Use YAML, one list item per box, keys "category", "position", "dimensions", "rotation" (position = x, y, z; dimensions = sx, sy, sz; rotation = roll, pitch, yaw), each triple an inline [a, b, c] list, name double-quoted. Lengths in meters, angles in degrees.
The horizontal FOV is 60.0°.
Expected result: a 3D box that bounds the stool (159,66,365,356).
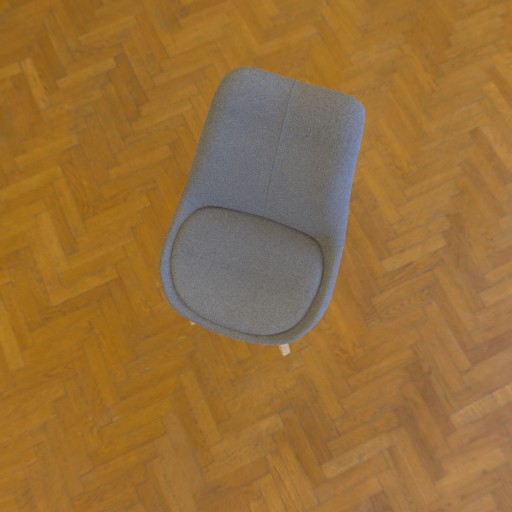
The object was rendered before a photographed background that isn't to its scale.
- category: "stool"
  position: [0.000, 0.000, 1.419]
  dimensions: [0.485, 1.115, 0.550]
  rotation: [18, 77, 4]
